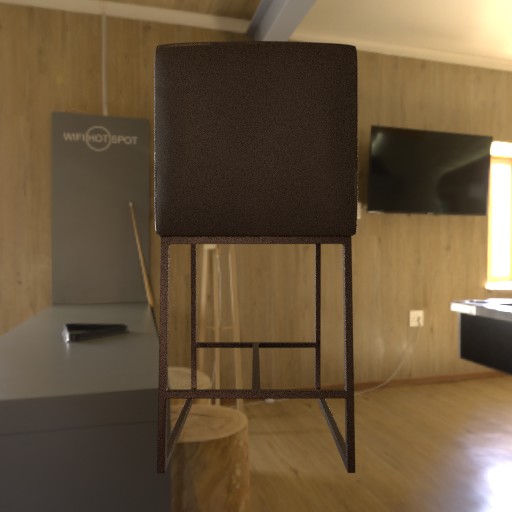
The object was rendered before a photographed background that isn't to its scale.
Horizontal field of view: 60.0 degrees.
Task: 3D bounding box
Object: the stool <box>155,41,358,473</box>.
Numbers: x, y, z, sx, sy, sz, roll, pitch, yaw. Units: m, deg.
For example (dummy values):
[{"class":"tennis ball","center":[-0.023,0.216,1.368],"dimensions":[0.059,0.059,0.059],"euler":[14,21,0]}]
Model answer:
[{"class":"stool","center":[0.000,0.000,1.234],"dimensions":[0.463,0.946,0.562],"euler":[0,1,0]}]
